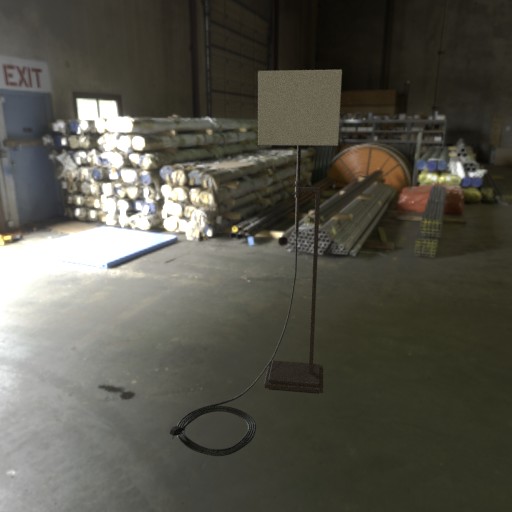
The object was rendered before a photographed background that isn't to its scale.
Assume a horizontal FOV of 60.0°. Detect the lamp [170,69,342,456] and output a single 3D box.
[{"bbox_3d":[0.000,0.000,2.039,0.698,1.600,0.774,2,17,8],"label":"lamp"}]
